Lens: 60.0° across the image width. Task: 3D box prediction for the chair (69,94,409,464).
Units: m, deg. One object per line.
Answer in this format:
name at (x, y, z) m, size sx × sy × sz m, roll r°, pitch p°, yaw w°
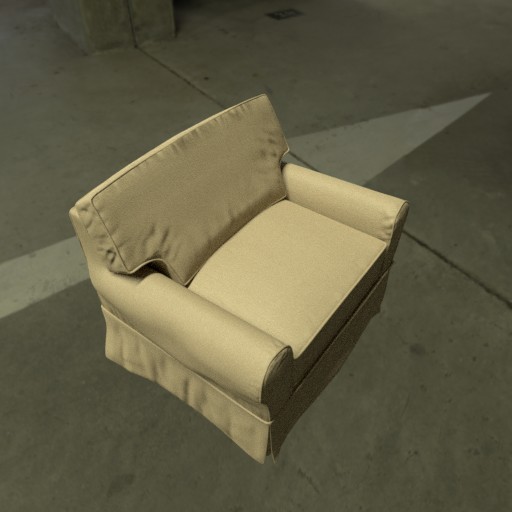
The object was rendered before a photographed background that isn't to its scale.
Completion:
chair at (0.000, 0.000, 1.822) m, size 0.903 × 0.937 × 1.096 m, roll 27°, pitch 49°, yaw 26°
